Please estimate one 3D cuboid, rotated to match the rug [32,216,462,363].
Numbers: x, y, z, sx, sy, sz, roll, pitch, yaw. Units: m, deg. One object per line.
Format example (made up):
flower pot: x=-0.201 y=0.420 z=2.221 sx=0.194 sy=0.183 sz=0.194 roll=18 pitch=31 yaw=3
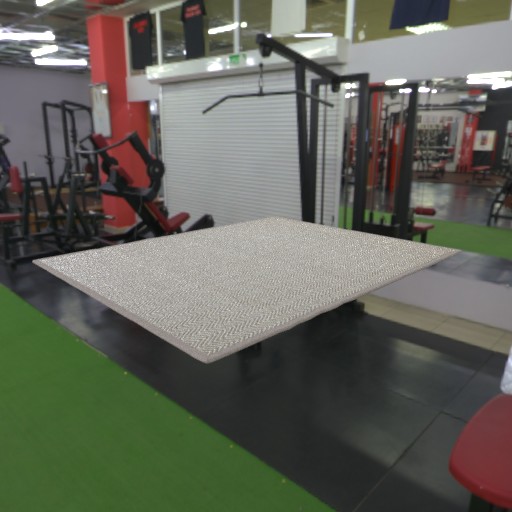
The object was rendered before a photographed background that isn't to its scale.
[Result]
rug: x=0.000 y=0.000 z=3.966 sx=3.007 sy=0.032 sz=2.434 roll=-15 pitch=21 yaw=-42
